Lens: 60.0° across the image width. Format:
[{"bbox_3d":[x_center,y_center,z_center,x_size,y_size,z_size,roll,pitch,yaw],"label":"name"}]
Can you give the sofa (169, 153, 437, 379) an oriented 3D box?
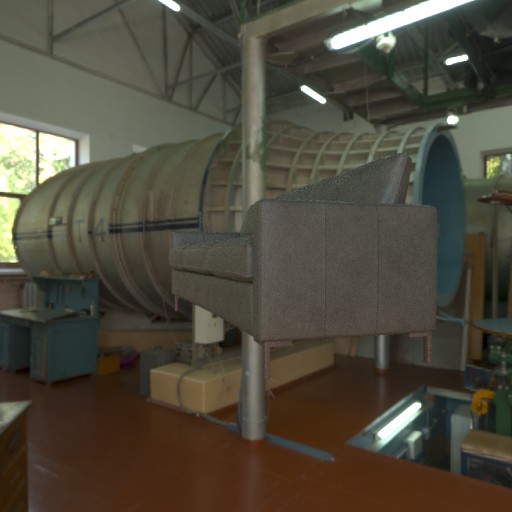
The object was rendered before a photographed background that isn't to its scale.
[{"bbox_3d":[0.000,0.000,2.456,0.748,0.805,2.029,0,0,-19],"label":"sofa"}]
